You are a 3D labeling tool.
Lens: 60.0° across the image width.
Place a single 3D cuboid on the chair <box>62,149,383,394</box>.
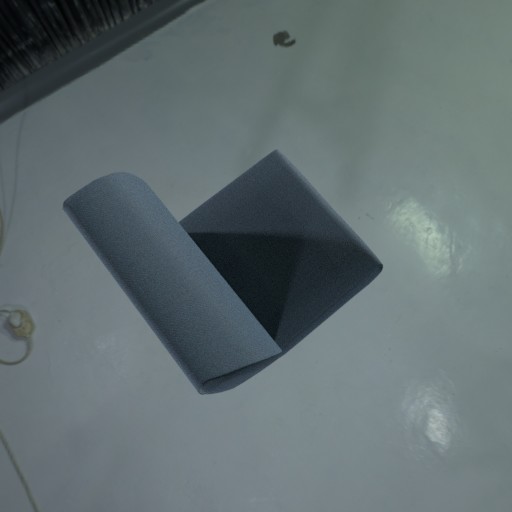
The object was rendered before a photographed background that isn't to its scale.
[{"bbox_3d":[0.000,0.000,1.208,0.592,0.804,0.513,-39,78,-10],"label":"chair"}]
